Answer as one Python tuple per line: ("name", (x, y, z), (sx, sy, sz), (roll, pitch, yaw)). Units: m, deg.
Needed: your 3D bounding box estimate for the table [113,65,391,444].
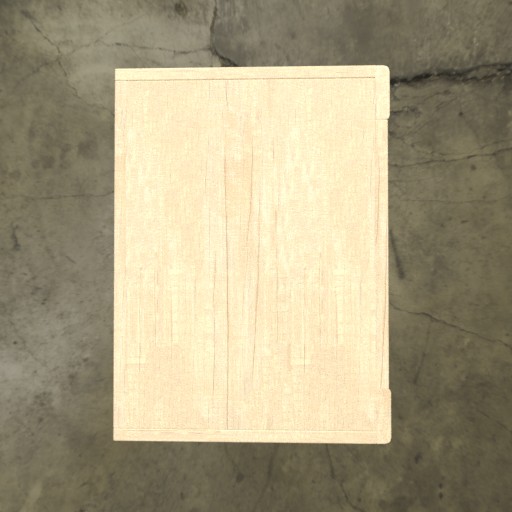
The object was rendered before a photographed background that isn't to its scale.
("table", (0.000, 0.000, 0.926), (0.420, 0.510, 0.570), (0, 89, 2))
